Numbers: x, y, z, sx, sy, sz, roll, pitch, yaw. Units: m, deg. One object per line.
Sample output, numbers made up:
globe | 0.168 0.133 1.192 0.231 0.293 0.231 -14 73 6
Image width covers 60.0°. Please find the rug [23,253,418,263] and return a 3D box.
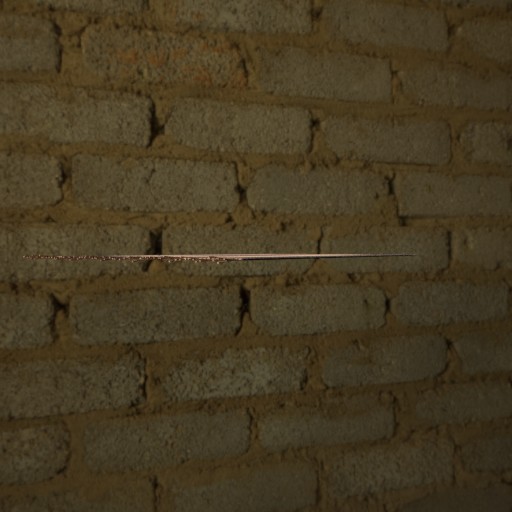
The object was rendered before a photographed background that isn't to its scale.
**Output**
rug | 0.000 0.000 2.502 1.224 0.027 2.021 0 1 36
